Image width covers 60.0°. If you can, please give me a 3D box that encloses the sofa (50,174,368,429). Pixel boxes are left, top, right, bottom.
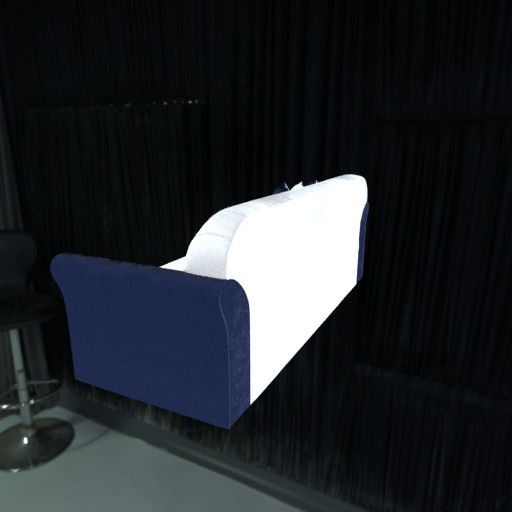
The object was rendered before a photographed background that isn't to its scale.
[{"bbox_3d":[0.000,0.000,2.418,0.749,0.789,2.006,7,17,26],"label":"sofa"}]
